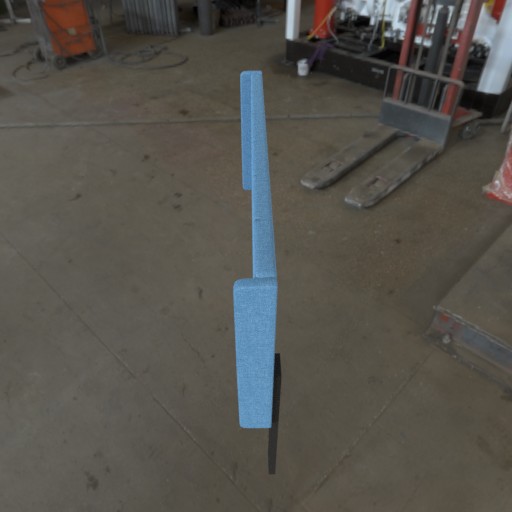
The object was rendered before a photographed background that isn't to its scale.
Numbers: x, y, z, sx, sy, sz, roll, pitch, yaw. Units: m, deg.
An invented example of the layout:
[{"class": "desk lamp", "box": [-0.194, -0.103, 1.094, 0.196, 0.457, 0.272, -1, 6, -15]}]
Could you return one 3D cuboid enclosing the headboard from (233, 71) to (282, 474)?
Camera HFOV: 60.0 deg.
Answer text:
[{"class": "headboard", "box": [0.000, 0.000, 2.709, 0.184, 1.524, 2.051, -1, 41, -1]}]
